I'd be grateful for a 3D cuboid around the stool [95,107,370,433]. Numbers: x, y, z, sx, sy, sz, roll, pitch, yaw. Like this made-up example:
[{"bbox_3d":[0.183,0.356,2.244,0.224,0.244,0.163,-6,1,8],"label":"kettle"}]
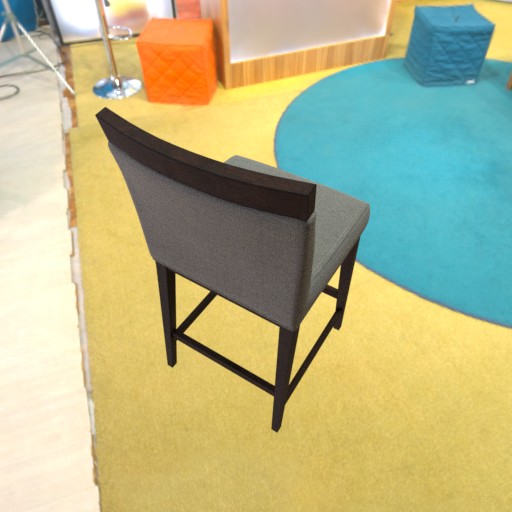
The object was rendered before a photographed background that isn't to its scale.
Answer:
[{"bbox_3d":[0.000,0.000,1.339,0.512,1.009,0.531,25,51,22],"label":"stool"}]
